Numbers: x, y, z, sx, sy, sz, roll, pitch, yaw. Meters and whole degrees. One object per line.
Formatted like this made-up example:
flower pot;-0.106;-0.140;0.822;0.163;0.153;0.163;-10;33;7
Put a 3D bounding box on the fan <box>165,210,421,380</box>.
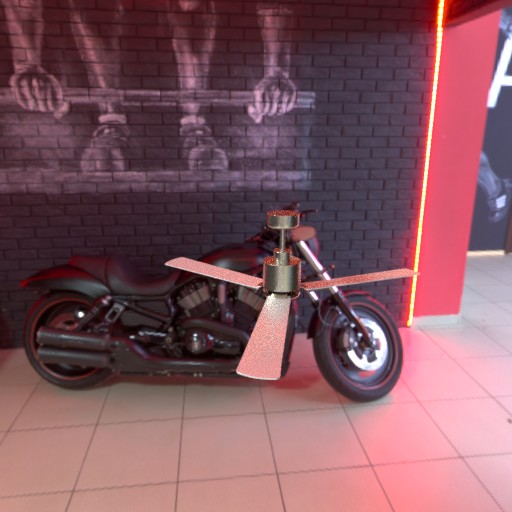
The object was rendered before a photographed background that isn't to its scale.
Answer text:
fan;0.000;0.000;2.330;1.531;0.446;1.561;8;18;25
